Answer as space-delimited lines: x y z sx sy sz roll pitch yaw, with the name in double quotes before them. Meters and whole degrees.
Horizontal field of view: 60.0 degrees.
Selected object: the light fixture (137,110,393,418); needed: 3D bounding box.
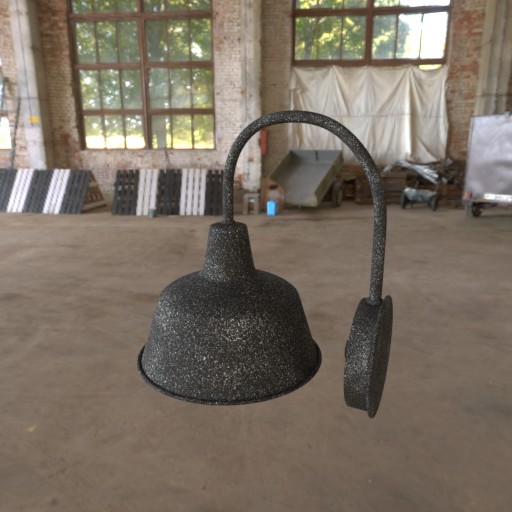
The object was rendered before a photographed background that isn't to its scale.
"light fixture" 0.000 0.000 0.483 0.283 0.300 0.216 7 17 24
